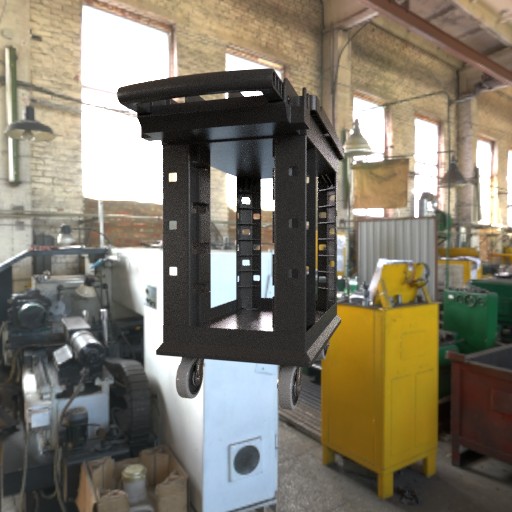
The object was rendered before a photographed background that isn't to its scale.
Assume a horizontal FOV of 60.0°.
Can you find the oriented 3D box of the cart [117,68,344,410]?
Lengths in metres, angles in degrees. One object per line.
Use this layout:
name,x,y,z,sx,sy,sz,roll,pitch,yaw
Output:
cart,0.000,0.000,1.517,0.497,0.884,1.061,0,2,17
